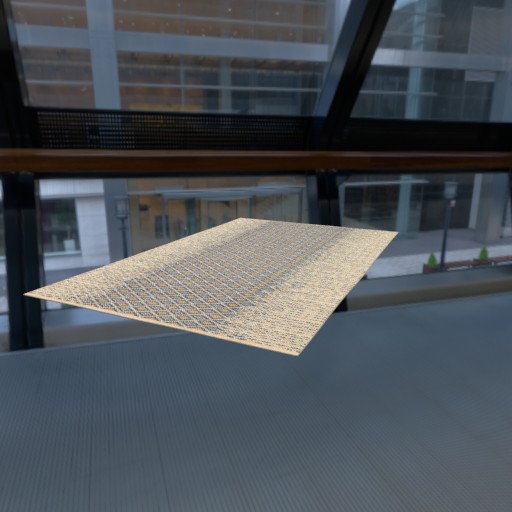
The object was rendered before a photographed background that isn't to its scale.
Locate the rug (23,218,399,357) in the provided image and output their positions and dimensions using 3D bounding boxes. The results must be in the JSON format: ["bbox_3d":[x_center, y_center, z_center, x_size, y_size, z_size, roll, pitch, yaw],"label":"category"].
[{"bbox_3d":[0.000,0.000,3.072,1.541,0.008,2.448,7,17,25],"label":"rug"}]
